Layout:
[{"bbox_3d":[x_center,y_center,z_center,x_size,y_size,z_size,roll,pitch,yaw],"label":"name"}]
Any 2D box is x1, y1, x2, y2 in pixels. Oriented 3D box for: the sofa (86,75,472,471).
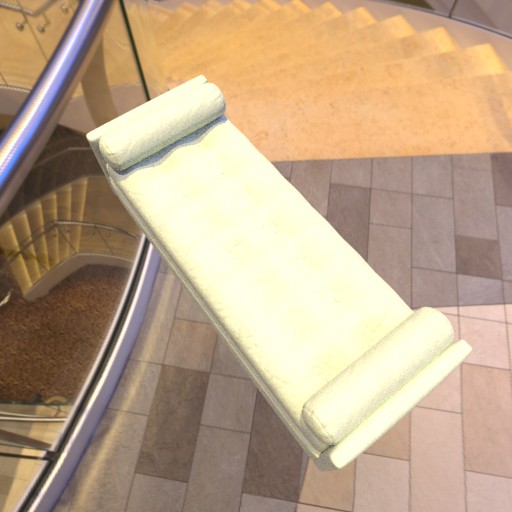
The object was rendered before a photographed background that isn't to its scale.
[{"bbox_3d":[0.000,0.000,2.415,0.796,0.705,2.102,-34,68,-16],"label":"sofa"}]
